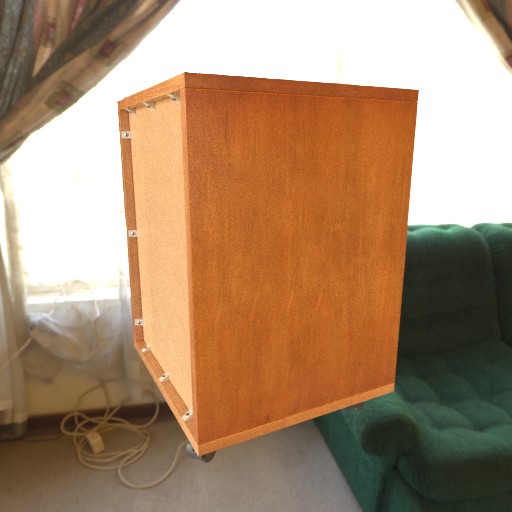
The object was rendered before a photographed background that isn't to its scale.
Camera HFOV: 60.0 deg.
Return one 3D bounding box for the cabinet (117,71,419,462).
[{"bbox_3d":[0.000,0.000,0.850,0.401,0.579,0.409,-7,16,-27],"label":"cabinet"}]
